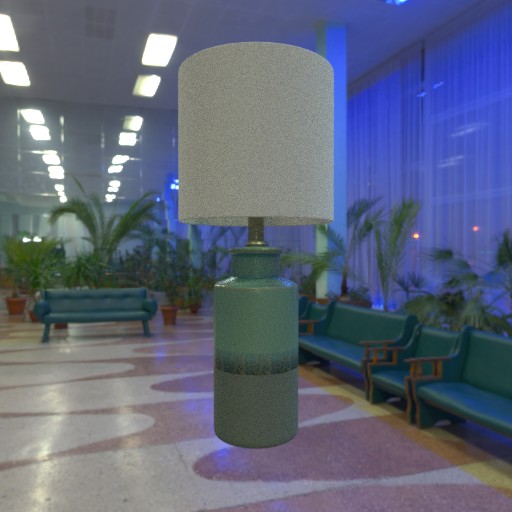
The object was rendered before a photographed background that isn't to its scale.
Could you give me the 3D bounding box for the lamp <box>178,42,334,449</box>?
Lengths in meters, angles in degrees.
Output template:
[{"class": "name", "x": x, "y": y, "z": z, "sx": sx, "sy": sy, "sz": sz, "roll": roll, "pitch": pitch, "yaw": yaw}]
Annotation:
[{"class": "lamp", "x": 0.000, "y": 0.000, "z": 0.616, "sx": 0.212, "sy": 0.493, "sz": 0.212, "roll": 0, "pitch": 1, "yaw": -18}]
